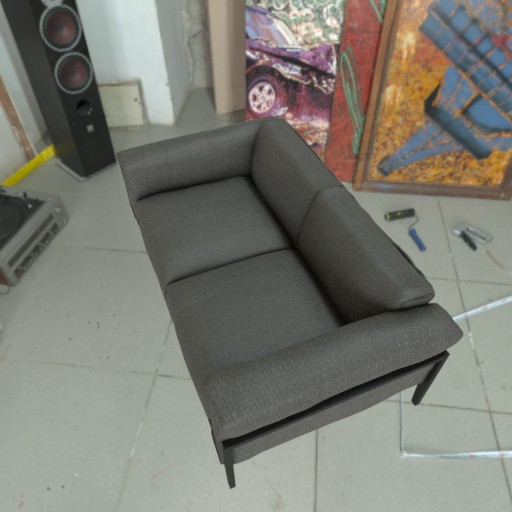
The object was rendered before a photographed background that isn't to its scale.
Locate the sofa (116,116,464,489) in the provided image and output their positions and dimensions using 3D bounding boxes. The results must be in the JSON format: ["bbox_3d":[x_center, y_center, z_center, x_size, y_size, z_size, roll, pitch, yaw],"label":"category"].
[{"bbox_3d":[0.000,0.000,2.156,0.960,0.656,1.690,-17,50,-15],"label":"sofa"}]
